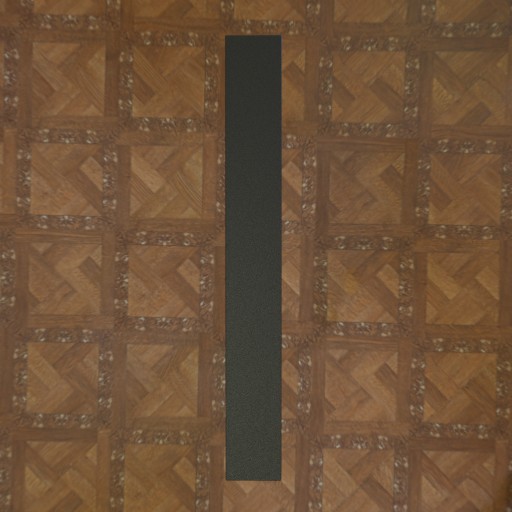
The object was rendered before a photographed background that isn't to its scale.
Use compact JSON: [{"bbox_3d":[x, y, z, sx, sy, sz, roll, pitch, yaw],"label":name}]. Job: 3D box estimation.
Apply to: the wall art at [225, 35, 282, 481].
[{"bbox_3d":[0.000,0.000,0.453,0.038,0.304,0.304,0,91,1],"label":"wall art"}]
